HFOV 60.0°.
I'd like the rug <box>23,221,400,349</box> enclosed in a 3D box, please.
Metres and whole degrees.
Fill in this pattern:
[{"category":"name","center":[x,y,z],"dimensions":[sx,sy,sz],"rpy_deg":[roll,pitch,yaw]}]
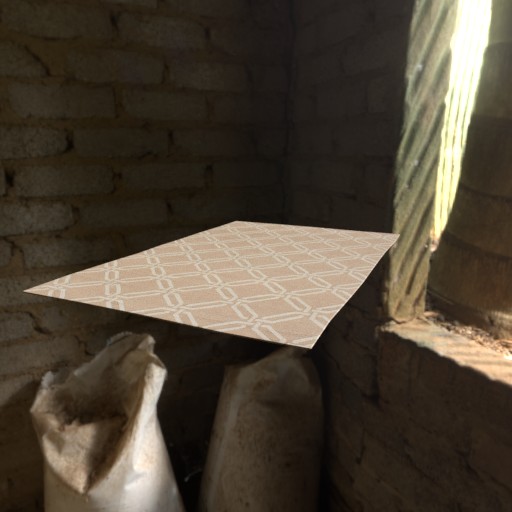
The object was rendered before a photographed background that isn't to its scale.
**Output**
[{"category":"rug","center":[0.000,0.000,2.193],"dimensions":[1.146,0.010,1.745],"rpy_deg":[7,16,24]}]
